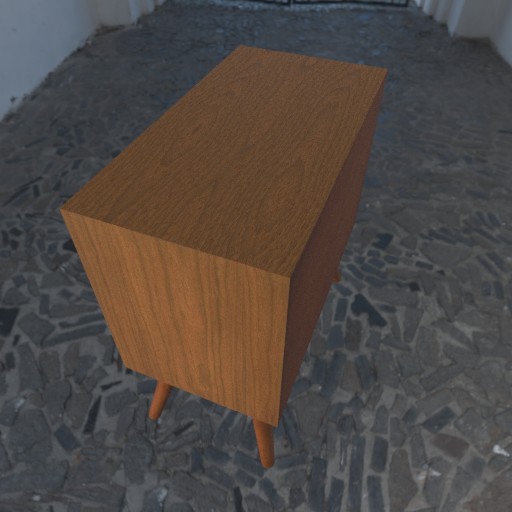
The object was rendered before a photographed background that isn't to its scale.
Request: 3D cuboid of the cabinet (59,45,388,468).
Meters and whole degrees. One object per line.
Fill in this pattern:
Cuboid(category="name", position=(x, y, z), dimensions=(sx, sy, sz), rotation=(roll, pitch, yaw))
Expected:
Cuboid(category="cabinet", position=(0.000, 0.000, 1.143), dimensions=(0.388, 0.748, 0.712), rotation=(16, 48, 15))
